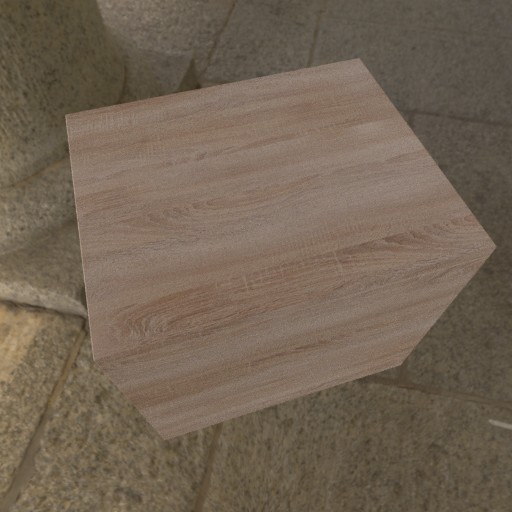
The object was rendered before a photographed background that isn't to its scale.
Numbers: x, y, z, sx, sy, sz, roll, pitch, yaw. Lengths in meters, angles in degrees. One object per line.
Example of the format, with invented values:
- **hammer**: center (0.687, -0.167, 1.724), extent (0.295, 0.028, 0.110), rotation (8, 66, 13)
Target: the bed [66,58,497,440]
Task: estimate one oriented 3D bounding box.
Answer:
- **bed**: center (0.000, 0.000, 0.755), extent (0.460, 0.420, 0.401), rotation (-15, 58, -9)
